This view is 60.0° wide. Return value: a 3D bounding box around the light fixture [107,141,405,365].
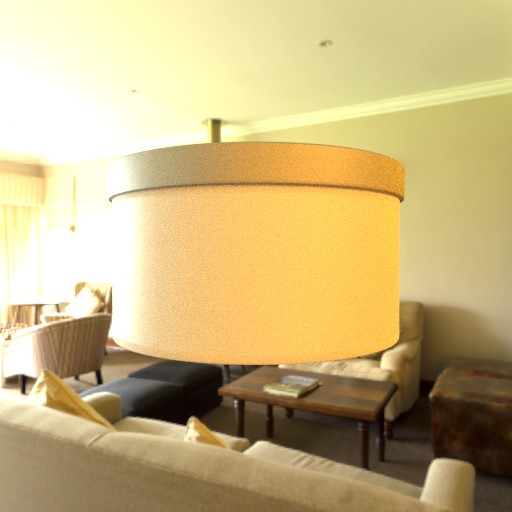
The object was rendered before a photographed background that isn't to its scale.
[{"bbox_3d":[0.000,0.000,0.620,0.393,0.229,0.393,0,1,0],"label":"light fixture"}]
